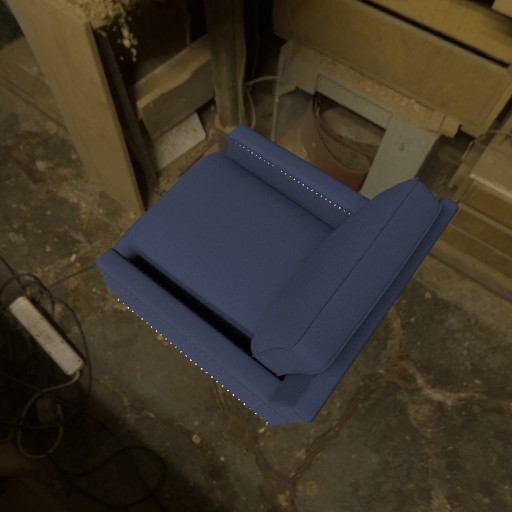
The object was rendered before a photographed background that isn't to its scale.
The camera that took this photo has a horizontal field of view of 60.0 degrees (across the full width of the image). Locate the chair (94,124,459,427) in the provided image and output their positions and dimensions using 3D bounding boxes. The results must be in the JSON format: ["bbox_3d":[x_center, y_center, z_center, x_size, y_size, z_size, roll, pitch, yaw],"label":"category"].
[{"bbox_3d":[0.000,0.000,1.710,1.014,0.943,0.853,35,69,16],"label":"chair"}]
